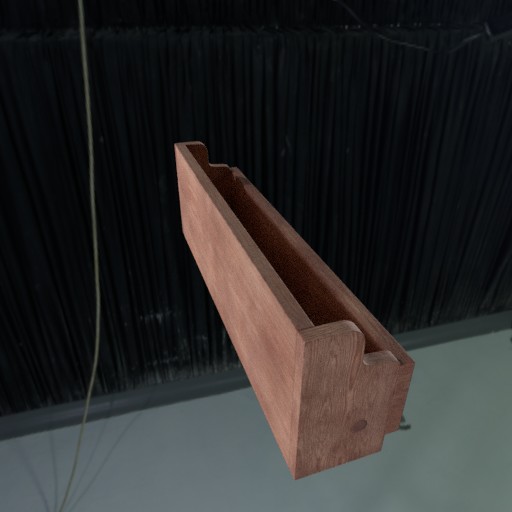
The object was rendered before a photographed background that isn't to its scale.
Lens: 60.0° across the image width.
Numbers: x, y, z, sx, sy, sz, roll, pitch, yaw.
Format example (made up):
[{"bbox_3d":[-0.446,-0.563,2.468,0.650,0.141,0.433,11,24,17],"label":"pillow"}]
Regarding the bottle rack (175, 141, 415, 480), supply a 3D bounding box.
[{"bbox_3d":[0.000,0.000,0.691,0.126,0.196,0.608,-10,32,-17],"label":"bottle rack"}]
